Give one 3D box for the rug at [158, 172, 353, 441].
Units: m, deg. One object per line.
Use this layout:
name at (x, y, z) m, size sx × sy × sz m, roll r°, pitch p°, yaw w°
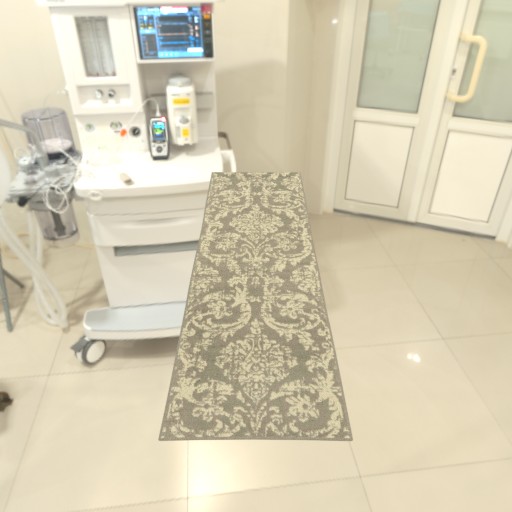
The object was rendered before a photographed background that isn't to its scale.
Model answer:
rug at (0.000, 0.000, 2.404) m, size 0.662 × 0.011 × 2.196 m, roll 0°, pitch 35°, yaw 0°
